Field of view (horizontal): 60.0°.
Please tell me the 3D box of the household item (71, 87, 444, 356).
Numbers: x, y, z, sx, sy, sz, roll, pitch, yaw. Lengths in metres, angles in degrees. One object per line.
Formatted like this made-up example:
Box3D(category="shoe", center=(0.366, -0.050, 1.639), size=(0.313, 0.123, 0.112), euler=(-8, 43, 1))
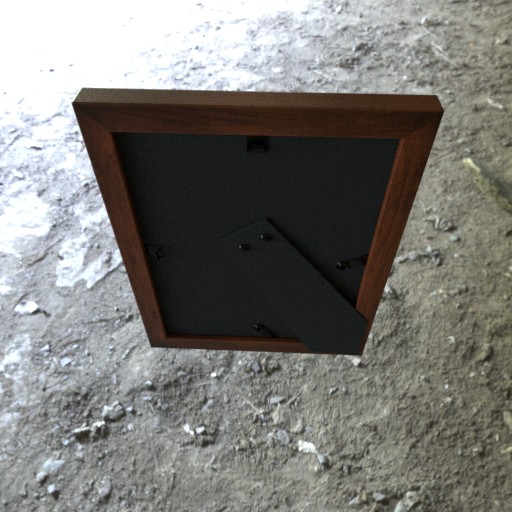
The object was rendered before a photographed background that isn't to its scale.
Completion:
Box3D(category="household item", center=(0.000, 0.000, 0.334), size=(0.200, 0.250, 0.020), euler=(2, 47, 2))
